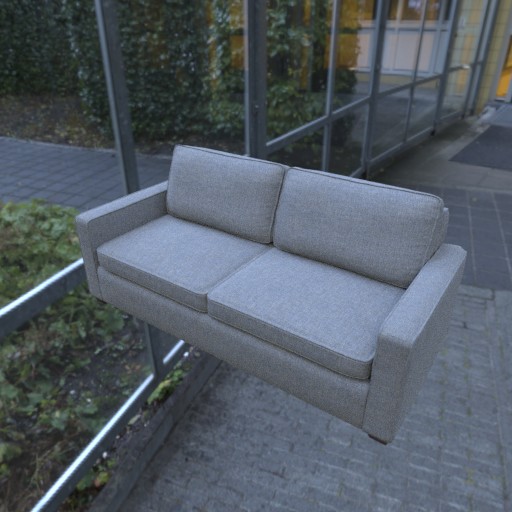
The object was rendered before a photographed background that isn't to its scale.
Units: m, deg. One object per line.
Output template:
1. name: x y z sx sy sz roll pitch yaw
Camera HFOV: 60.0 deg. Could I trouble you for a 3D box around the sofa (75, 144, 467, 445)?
1. sofa: 0.000 0.000 2.548 2.078 0.918 0.945 18 34 30
